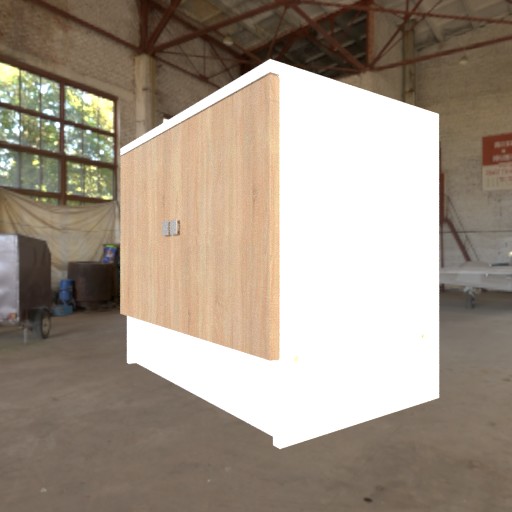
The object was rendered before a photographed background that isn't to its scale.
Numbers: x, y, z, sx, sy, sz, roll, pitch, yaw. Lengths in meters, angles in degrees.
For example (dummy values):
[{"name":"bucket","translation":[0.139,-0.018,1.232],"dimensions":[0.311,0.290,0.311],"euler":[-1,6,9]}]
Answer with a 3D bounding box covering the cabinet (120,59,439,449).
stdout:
[{"name":"cabinet","translation":[0.000,0.000,0.943],"dimensions":[0.400,0.522,0.600],"euler":[0,0,-36]}]
